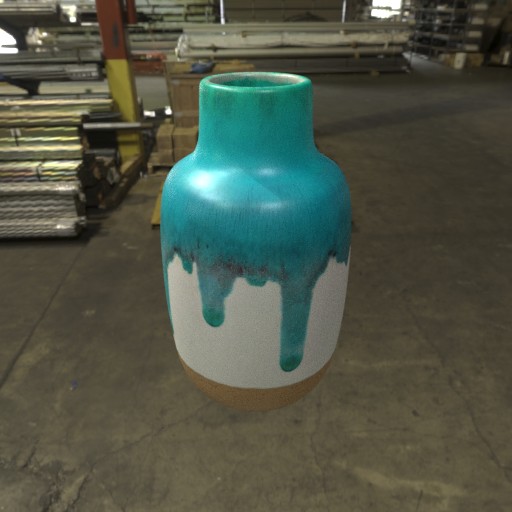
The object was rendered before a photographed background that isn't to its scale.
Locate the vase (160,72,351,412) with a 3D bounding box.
[{"bbox_3d":[0.000,0.000,0.256,0.106,0.192,0.106,0,30,0],"label":"vase"}]
